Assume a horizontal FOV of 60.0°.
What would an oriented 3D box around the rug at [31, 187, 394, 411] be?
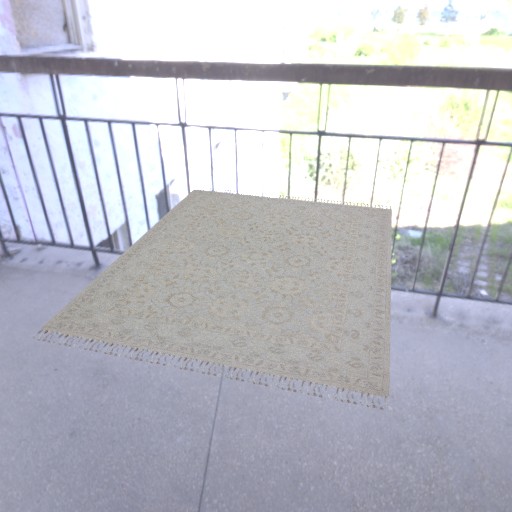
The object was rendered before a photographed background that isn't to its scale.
[{"bbox_3d":[0.000,0.000,4.046,2.444,0.013,3.043,8,30,13],"label":"rug"}]
